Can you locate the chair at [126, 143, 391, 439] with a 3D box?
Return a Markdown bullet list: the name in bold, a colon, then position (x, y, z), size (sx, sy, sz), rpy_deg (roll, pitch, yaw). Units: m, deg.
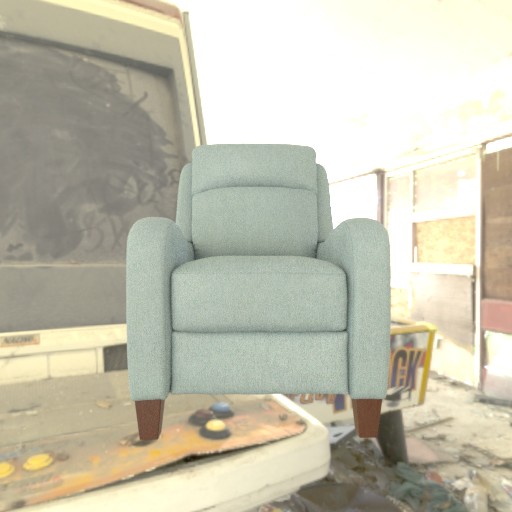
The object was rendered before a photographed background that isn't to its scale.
- **chair**: position (0.000, 0.000, 1.741), size (0.785, 1.067, 0.988), rpy_deg (0, 0, -1)
